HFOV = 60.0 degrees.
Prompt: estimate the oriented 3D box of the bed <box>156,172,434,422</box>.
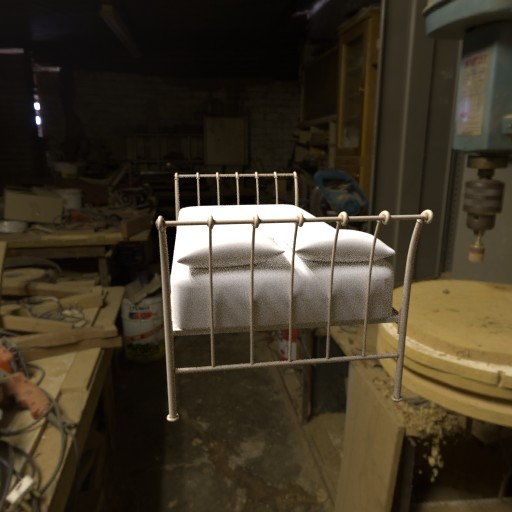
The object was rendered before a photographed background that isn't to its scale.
[{"bbox_3d":[0.000,0.000,2.730,1.032,0.873,2.228,-2,15,-8],"label":"bed"}]
